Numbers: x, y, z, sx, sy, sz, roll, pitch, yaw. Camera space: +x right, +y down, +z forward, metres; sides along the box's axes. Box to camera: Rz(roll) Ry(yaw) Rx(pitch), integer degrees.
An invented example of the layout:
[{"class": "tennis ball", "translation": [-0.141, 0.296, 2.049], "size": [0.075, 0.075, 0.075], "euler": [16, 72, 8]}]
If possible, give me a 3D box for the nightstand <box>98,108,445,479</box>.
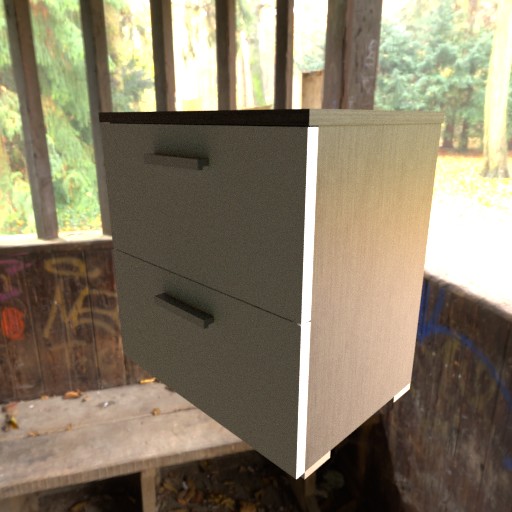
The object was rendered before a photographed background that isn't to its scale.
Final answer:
[{"class": "nightstand", "translation": [0.000, 0.000, 0.745], "size": [0.325, 0.460, 0.441], "euler": [-16, 24, -42]}]
